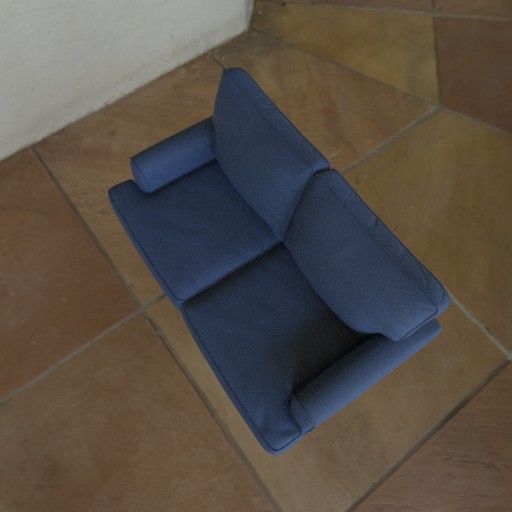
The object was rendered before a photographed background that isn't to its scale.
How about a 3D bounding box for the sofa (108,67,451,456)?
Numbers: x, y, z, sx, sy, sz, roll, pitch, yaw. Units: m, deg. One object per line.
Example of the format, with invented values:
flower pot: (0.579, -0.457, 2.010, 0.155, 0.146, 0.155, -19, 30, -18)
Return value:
sofa: (0.000, 0.000, 2.248, 0.965, 0.965, 1.651, -31, 69, -14)
